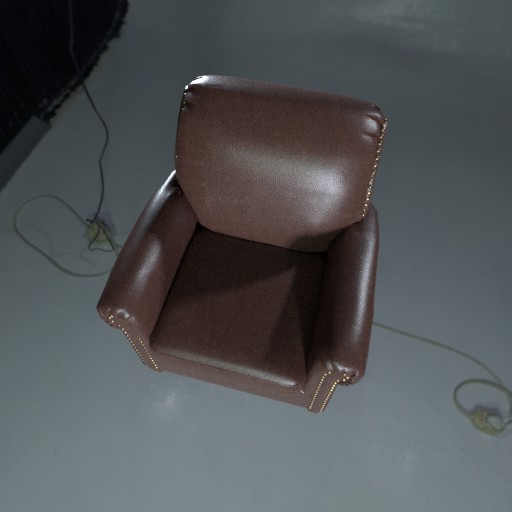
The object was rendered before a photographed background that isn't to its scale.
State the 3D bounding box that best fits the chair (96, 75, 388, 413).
[{"bbox_3d":[0.000,0.000,1.629,0.854,0.927,0.890,12,59,8],"label":"chair"}]
